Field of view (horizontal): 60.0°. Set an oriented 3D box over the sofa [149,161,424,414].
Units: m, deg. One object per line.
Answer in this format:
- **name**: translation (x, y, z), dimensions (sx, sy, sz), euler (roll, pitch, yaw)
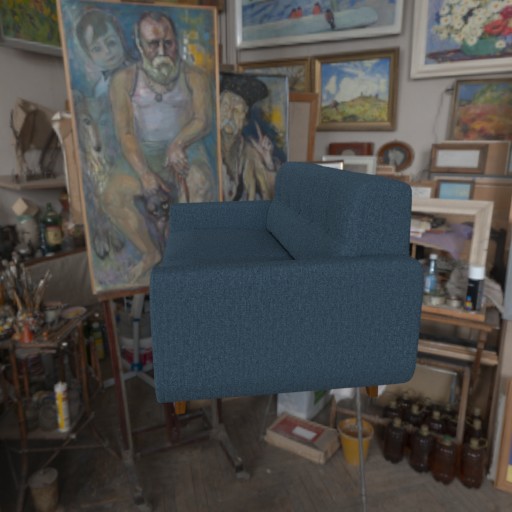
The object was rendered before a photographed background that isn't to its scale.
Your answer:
- **sofa**: translation (0.000, 0.000, 2.258), dimensions (0.942, 0.896, 1.651), euler (-2, 15, -8)
